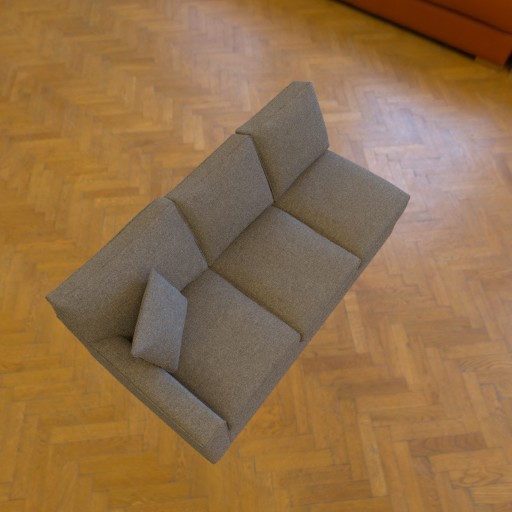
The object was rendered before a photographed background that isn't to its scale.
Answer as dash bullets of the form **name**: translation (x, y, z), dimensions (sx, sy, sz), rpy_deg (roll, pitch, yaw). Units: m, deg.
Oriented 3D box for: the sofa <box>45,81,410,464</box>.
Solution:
- **sofa**: translation (0.000, 0.000, 2.581), dimensions (1.034, 0.946, 1.963), rpy_deg (34, 64, 19)
